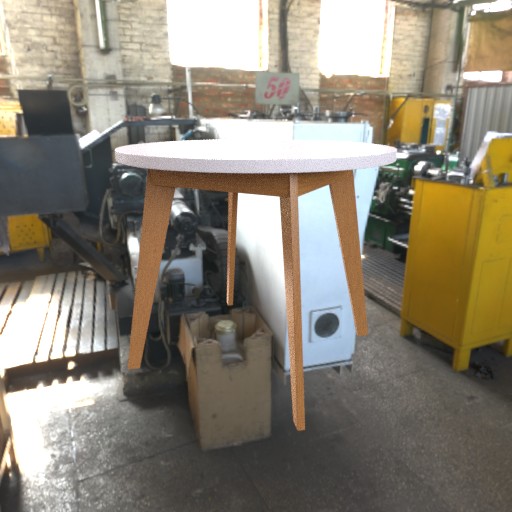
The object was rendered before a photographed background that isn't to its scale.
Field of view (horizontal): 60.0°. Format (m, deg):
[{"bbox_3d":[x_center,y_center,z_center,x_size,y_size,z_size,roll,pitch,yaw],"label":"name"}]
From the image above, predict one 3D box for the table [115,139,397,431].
[{"bbox_3d":[0.000,0.000,1.584,0.896,0.762,0.896,0,18,0],"label":"table"}]
